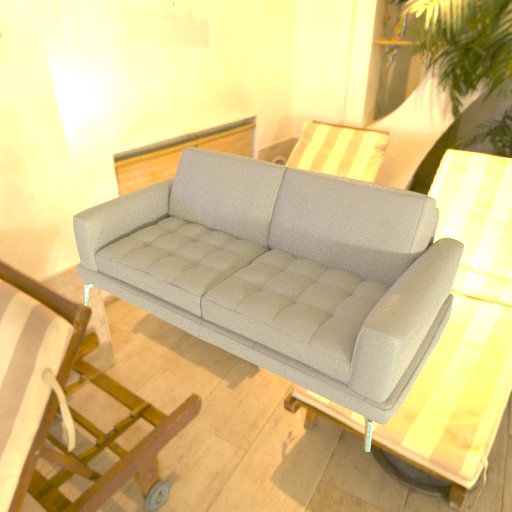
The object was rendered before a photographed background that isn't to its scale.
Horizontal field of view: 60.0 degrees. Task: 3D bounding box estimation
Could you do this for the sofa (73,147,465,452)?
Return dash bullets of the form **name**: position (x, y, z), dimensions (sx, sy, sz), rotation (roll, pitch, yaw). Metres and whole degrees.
- **sofa**: position (0.000, 0.000, 2.679), dimensions (2.177, 0.930, 1.121), rotation (19, 34, 30)
